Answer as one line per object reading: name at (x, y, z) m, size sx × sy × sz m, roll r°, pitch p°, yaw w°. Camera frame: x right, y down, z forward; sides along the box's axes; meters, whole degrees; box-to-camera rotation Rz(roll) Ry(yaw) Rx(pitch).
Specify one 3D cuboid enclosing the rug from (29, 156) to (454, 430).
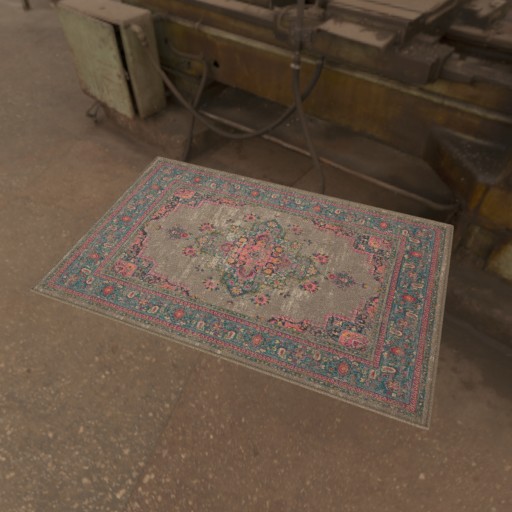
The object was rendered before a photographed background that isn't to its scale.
rug at (0.000, 0.000, 2.138) m, size 1.748 × 0.014 × 1.144 m, roll 16°, pitch 48°, yaw 15°
